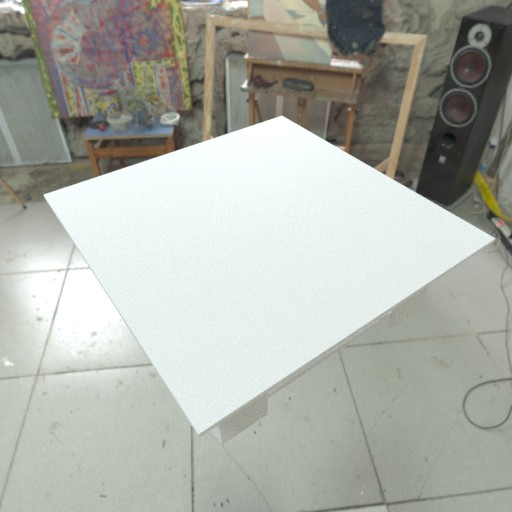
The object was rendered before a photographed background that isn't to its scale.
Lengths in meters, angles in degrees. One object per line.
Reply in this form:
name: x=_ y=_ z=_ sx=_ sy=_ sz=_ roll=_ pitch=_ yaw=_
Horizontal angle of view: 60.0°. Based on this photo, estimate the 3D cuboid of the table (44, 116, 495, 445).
table: x=0.000 y=0.000 z=1.325 sx=0.890 sy=0.305 sz=0.890 roll=-26 pitch=49 yaw=-26
